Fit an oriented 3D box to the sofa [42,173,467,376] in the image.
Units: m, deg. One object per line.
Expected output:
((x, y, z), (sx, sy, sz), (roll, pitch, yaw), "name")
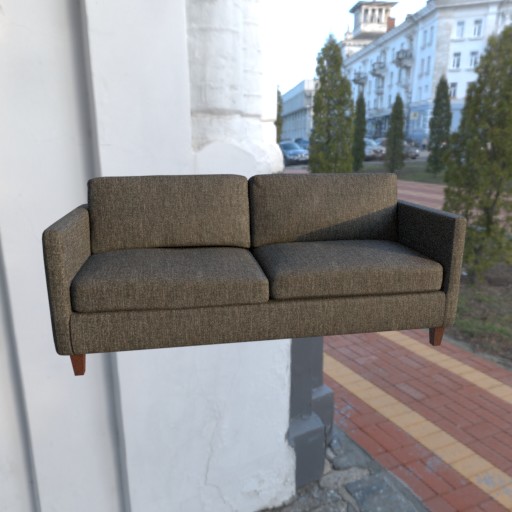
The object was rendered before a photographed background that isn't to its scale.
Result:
((0.000, 0.000, 2.721), (2.208, 0.960, 0.948), (-3, 15, -9), "sofa")
